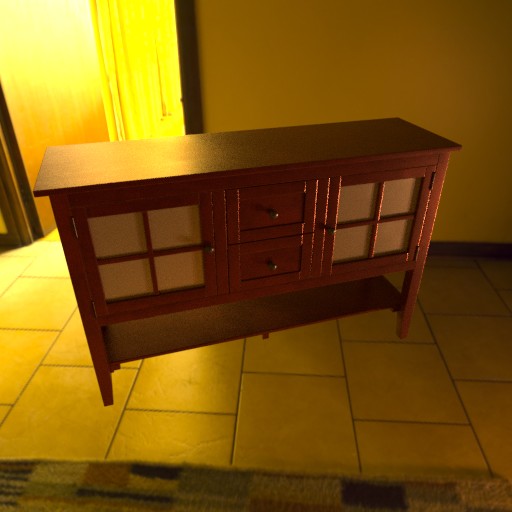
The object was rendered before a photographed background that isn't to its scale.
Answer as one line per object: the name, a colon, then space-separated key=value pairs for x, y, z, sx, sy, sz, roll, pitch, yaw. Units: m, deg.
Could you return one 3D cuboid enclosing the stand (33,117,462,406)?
stand: x=0.000 y=0.000 z=1.734 sx=1.362 sy=0.872 sz=0.410 roll=-9 pitch=33 yaw=-14
